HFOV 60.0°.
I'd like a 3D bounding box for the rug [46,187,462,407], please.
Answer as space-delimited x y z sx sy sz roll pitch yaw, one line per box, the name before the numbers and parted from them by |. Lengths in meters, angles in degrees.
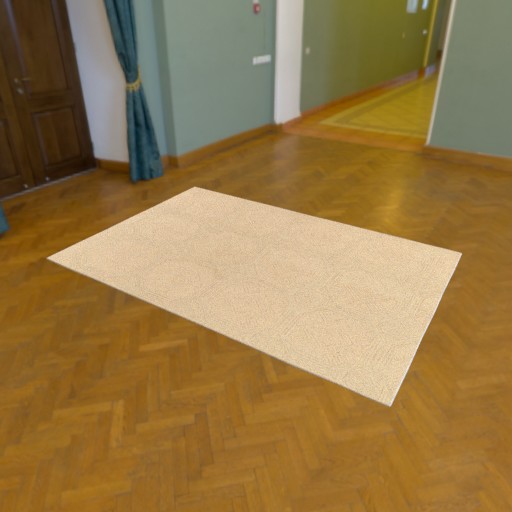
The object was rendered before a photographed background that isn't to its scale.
rug | 0.000 0.000 2.353 1.839 0.009 1.236 18 34 28
